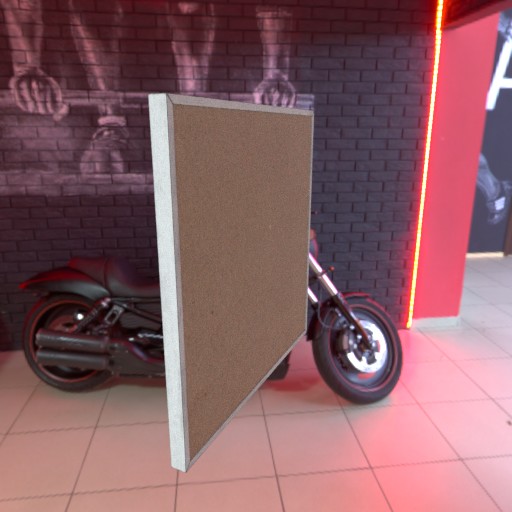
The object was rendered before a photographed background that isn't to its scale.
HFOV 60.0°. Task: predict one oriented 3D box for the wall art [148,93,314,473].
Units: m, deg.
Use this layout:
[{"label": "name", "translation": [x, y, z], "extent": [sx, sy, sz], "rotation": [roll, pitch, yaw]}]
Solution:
[{"label": "wall art", "translation": [0.000, 0.000, 1.178], "extent": [0.038, 0.762, 0.762], "rotation": [8, 17, 25]}]
